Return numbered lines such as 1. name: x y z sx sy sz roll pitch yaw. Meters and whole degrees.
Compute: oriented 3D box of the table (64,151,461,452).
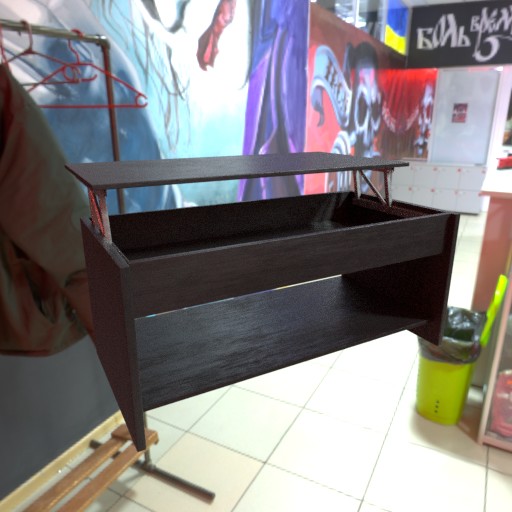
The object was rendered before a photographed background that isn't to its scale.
1. table: 0.000 0.000 1.431 1.000 0.570 0.712 -10 20 -27
